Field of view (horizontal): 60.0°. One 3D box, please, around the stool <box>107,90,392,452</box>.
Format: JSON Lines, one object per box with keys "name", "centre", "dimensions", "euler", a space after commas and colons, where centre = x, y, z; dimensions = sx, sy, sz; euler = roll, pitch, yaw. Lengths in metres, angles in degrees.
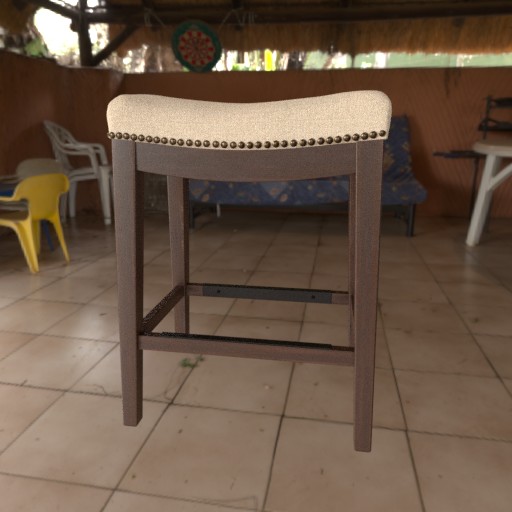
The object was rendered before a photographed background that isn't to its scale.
{"name": "stool", "centre": [0.000, 0.000, 0.976], "dimensions": [0.509, 0.669, 0.363], "euler": [3, 16, 9]}
